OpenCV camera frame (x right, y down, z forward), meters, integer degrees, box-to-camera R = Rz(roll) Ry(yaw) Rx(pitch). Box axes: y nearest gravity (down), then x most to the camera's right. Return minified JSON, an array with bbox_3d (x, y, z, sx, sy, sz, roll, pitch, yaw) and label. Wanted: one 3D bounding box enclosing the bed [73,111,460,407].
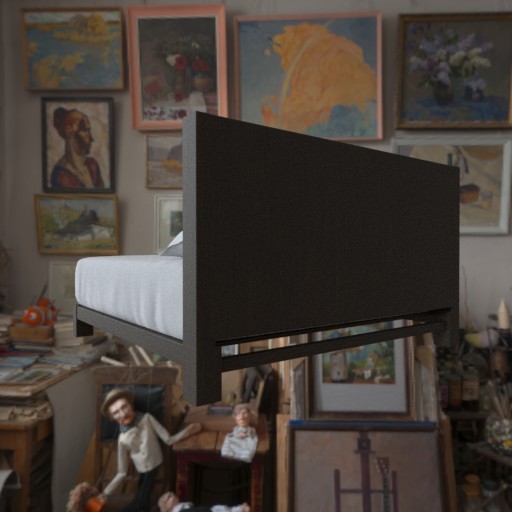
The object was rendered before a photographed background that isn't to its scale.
[{"bbox_3d":[0.000,0.000,3.340,2.134,1.270,2.012,0,1,-37],"label":"bed"}]
